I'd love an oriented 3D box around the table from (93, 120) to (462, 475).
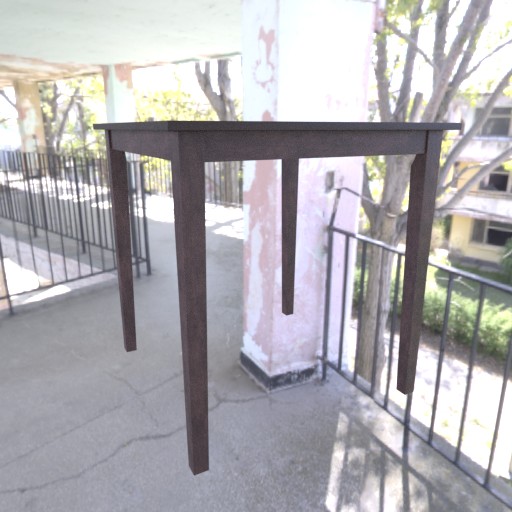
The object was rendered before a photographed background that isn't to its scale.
[{"bbox_3d":[0.000,0.000,1.342,0.749,0.770,0.749,-9,18,-27],"label":"table"}]
